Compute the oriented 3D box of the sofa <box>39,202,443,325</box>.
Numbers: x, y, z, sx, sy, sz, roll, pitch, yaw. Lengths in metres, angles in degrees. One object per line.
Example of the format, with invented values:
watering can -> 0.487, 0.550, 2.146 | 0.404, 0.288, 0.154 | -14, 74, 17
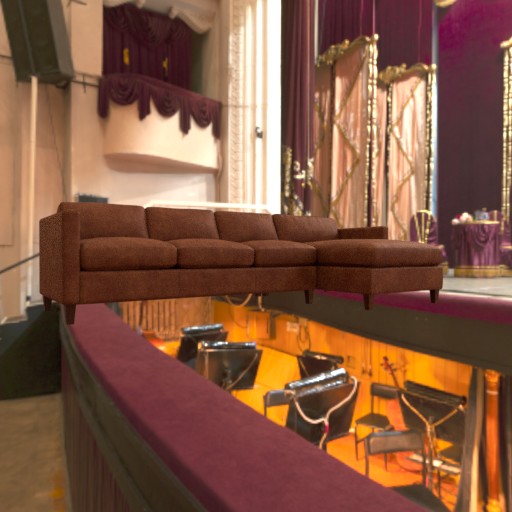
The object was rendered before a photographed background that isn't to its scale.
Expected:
sofa -> 0.000, 0.000, 3.861 | 3.203, 0.883, 1.581 | 0, 1, -34
